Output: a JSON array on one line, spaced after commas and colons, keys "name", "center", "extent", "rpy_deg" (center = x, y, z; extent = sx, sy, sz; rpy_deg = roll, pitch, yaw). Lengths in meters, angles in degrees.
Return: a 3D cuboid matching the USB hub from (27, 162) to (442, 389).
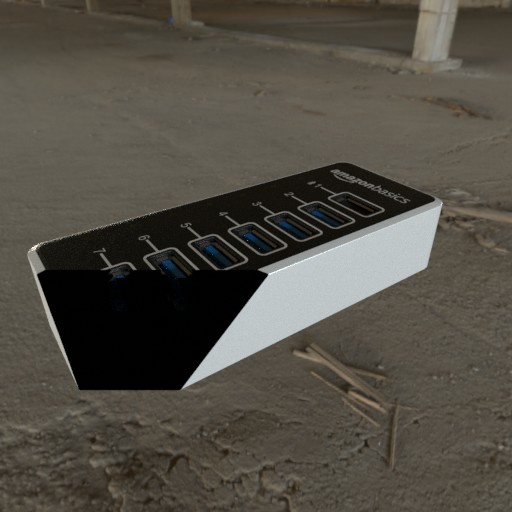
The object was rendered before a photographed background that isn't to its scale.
[{"name": "USB hub", "center": [0.000, 0.000, 0.127], "extent": [0.110, 0.023, 0.044], "rpy_deg": [-20, 37, -29]}]
